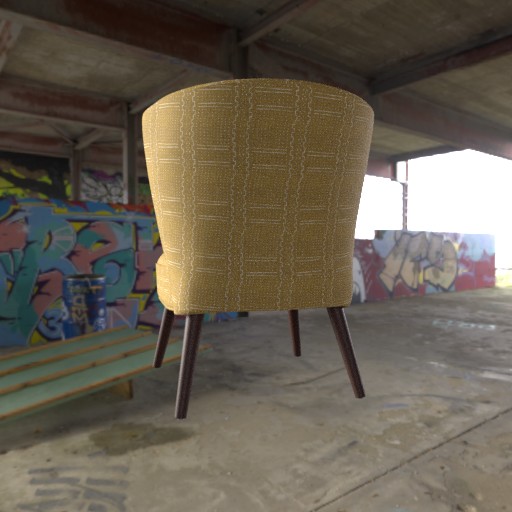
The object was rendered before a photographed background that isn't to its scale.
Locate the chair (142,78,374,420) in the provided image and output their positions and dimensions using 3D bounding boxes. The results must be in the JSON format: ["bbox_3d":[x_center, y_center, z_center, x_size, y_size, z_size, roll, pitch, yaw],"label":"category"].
[{"bbox_3d":[0.000,0.000,1.416,0.706,0.866,0.758,0,2,-17],"label":"chair"}]
